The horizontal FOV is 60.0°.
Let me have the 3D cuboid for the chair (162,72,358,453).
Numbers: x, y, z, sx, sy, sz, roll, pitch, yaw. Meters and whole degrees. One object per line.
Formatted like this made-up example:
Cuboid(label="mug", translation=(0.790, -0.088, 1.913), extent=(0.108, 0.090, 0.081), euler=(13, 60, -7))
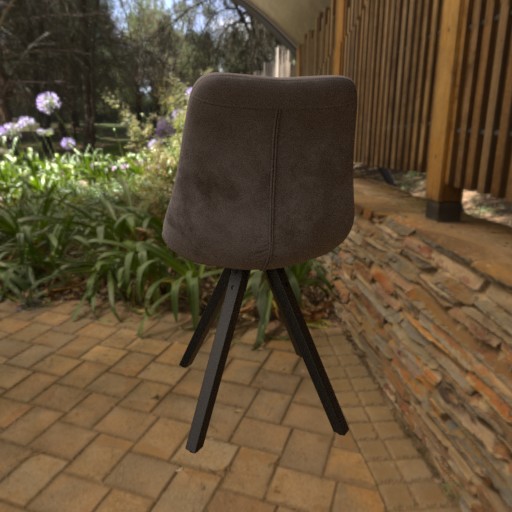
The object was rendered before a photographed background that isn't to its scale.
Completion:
Cuboid(label="chair", translation=(0.000, 0.000, 1.188), extent=(0.485, 0.850, 0.550), euler=(-3, 16, -10))
